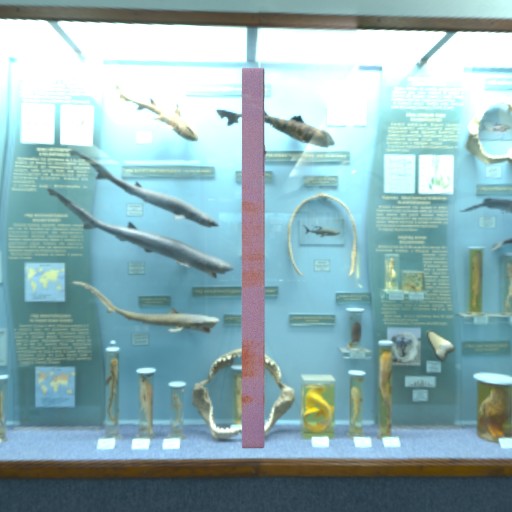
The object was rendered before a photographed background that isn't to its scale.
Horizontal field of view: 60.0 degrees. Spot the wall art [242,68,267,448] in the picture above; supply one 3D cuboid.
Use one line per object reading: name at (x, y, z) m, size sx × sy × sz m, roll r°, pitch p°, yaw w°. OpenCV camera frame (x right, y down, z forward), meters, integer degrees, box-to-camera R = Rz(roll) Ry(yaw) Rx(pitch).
wall art at (0.000, 0.000, 1.160) m, size 0.040 × 0.609 × 0.913 m, roll 0°, pitch 1°, yaw 0°
